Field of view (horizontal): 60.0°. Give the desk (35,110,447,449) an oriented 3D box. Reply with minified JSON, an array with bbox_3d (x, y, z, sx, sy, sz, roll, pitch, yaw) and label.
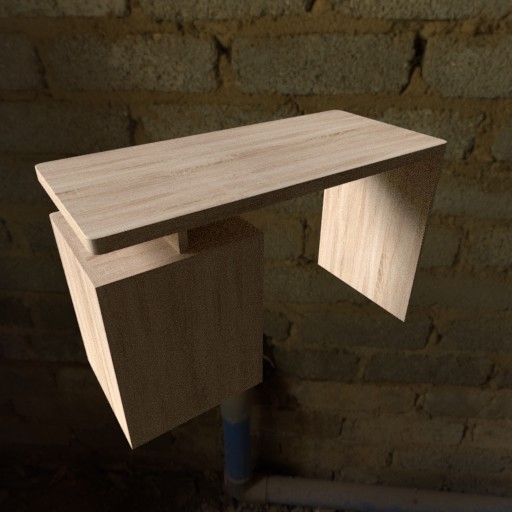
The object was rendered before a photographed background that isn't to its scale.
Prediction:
[{"bbox_3d":[0.000,0.000,1.585,1.200,0.760,0.550,-19,36,-29],"label":"desk"}]
